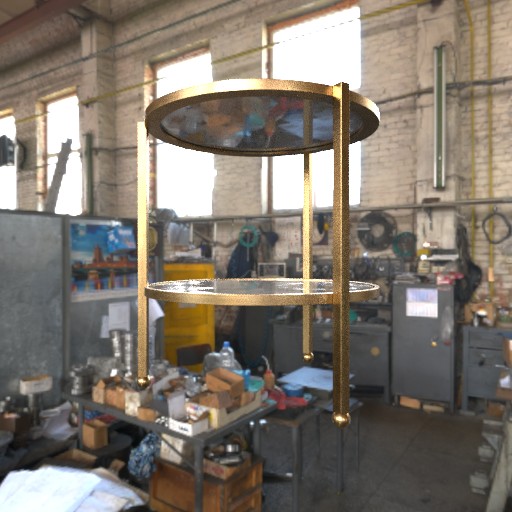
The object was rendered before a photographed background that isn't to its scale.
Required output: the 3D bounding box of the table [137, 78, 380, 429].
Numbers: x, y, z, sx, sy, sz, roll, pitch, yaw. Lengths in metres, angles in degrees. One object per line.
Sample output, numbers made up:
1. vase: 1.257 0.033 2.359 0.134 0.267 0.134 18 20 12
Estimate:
1. table: 0.000 0.000 0.451 0.243 0.269 0.231 0 0 0
